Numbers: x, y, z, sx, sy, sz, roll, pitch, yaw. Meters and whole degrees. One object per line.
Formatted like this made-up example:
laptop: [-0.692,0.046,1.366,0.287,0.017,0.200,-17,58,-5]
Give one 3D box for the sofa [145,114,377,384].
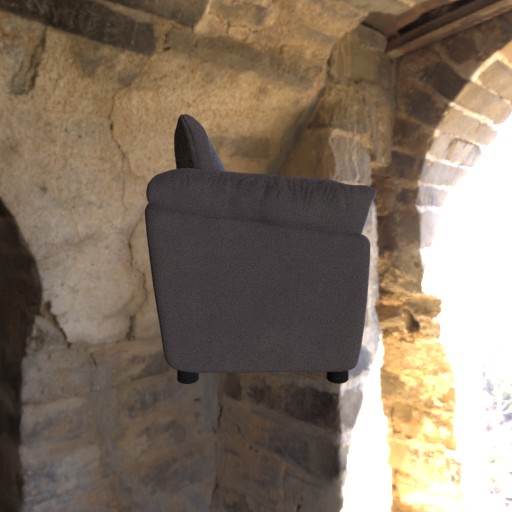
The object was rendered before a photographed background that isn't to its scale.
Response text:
sofa: [0.000,0.000,2.783,0.878,1.073,2.336,0,-1,-1]
